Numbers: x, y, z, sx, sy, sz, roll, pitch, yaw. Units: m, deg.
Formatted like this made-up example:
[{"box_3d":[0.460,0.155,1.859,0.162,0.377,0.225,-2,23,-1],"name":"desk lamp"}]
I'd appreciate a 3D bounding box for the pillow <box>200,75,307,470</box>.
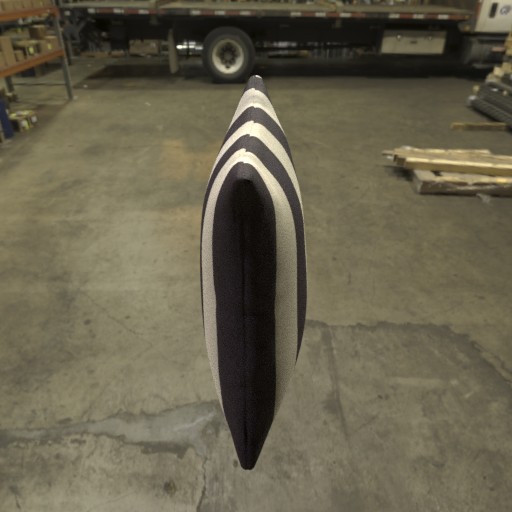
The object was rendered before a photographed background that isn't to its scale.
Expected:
[{"box_3d":[0.000,0.000,0.799,0.189,0.526,0.536,0,32,0],"name":"pillow"}]
